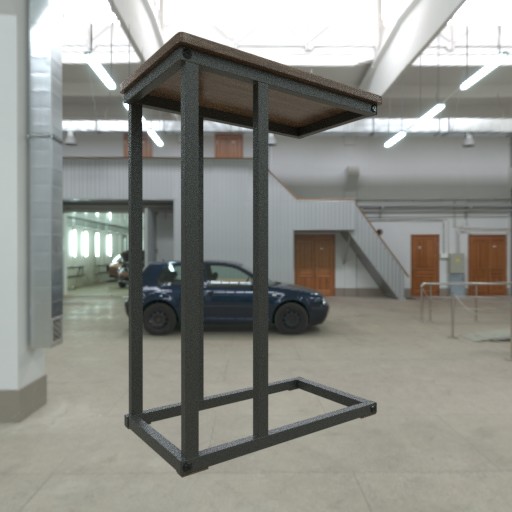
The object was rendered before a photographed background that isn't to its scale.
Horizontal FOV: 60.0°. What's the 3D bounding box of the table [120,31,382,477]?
[{"bbox_3d":[0.000,0.000,0.859,0.450,0.637,0.254,0,0,-36],"label":"table"}]
